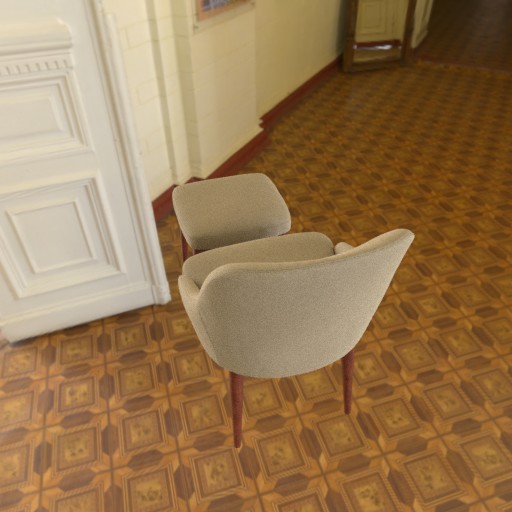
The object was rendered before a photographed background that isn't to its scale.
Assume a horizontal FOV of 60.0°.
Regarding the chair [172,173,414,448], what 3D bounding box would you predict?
[{"bbox_3d":[0.000,0.000,1.569,0.584,0.866,1.114,-12,42,-13],"label":"chair"}]
